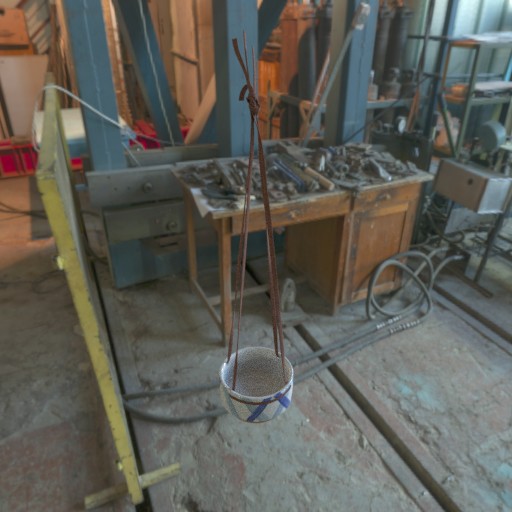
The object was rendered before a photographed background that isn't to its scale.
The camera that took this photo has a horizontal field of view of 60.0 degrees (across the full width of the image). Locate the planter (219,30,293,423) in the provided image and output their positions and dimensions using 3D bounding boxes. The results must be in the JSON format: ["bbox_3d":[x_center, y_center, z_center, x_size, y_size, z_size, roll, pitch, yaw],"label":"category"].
[{"bbox_3d":[0.000,0.000,0.831,0.166,0.751,0.166,11,31,18],"label":"planter"}]
